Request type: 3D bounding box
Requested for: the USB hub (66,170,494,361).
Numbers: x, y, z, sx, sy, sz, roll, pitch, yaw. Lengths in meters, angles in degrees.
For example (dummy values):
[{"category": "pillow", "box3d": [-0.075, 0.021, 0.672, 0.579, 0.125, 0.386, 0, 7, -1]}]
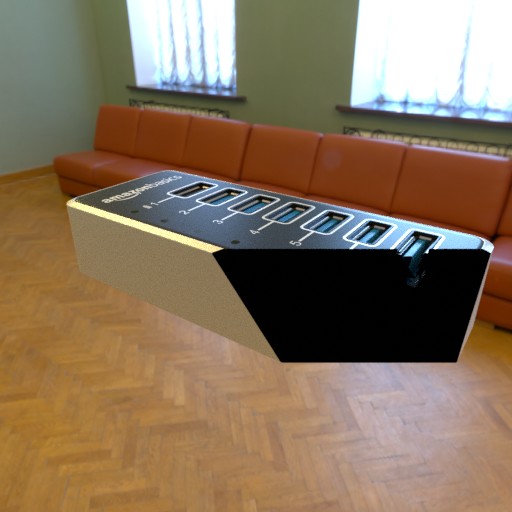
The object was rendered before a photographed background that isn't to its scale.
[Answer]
[{"category": "USB hub", "box3d": [0.000, 0.000, 0.123, 0.110, 0.023, 0.044, 17, 31, 31]}]
